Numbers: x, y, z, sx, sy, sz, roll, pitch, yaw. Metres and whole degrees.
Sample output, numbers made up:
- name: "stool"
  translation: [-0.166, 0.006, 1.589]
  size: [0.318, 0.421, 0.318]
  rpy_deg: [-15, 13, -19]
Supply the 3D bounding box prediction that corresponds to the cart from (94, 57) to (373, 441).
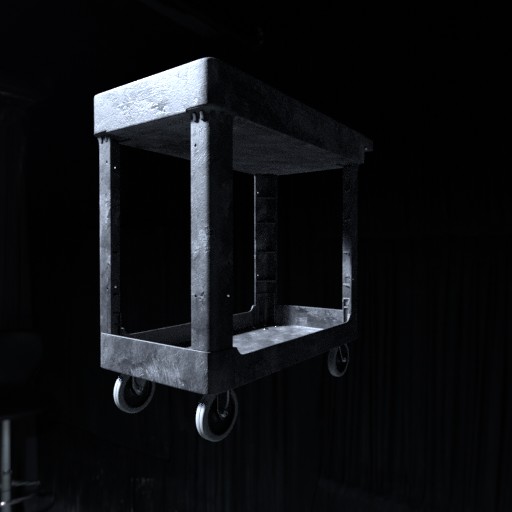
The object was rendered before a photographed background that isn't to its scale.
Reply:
- name: "cart"
  translation: [0.000, 0.000, 1.373]
  size: [0.420, 0.824, 0.877]
  rpy_deg: [1, 1, 36]
